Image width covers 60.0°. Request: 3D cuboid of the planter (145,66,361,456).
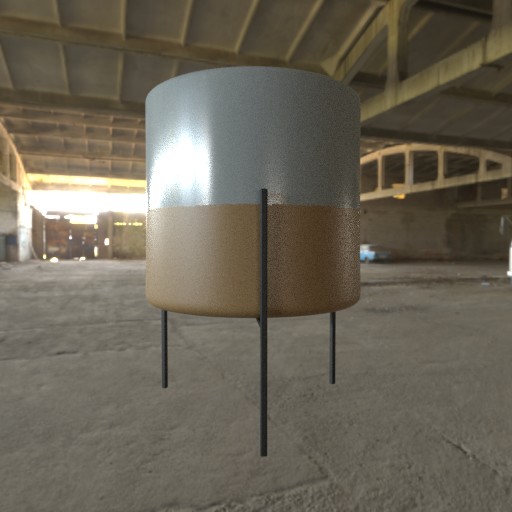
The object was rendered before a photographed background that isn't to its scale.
[{"bbox_3d":[0.000,0.000,0.641,0.310,0.432,0.310,-1,2,-19],"label":"planter"}]
